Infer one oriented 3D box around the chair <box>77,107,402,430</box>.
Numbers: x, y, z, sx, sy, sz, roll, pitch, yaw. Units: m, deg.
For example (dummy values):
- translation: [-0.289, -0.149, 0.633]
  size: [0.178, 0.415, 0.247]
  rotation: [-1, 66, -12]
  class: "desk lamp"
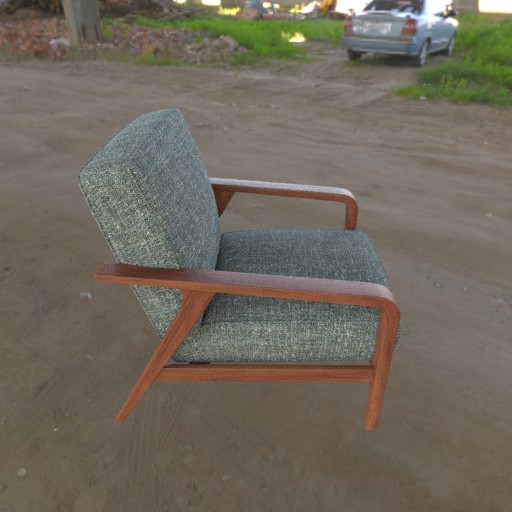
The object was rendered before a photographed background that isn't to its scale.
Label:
- translation: [0.000, 0.000, 1.484]
  size: [0.889, 0.864, 0.719]
  rotation: [1, 31, 2]
  class: "chair"
